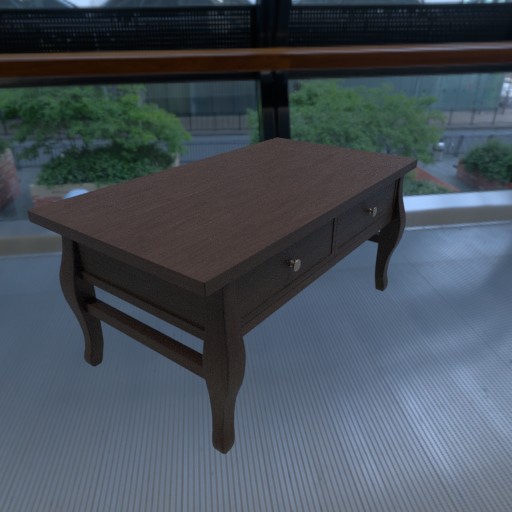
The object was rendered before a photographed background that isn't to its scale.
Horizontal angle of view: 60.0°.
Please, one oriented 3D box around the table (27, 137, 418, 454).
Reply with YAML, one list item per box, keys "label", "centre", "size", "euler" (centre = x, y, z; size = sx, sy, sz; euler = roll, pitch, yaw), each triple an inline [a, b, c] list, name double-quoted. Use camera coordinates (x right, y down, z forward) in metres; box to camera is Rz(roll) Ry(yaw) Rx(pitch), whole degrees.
- label: "table"
  centre: [0.000, 0.000, 1.399]
  size: [0.600, 0.494, 1.062]
  euler: [19, 32, 33]
